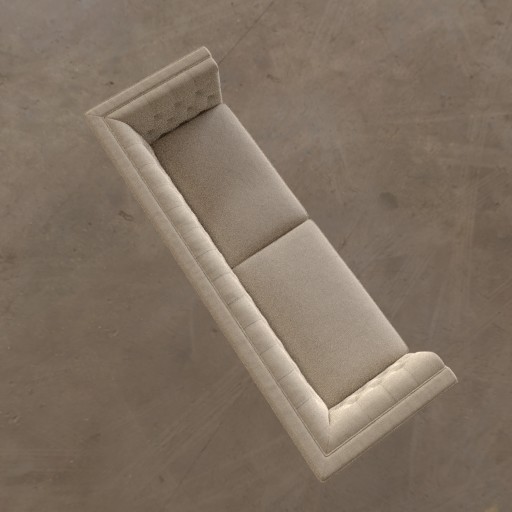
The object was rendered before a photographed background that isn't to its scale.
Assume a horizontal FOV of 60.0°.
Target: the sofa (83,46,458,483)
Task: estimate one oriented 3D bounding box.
[{"bbox_3d":[0.000,0.000,2.533,0.775,0.762,2.159,-33,78,-8],"label":"sofa"}]
